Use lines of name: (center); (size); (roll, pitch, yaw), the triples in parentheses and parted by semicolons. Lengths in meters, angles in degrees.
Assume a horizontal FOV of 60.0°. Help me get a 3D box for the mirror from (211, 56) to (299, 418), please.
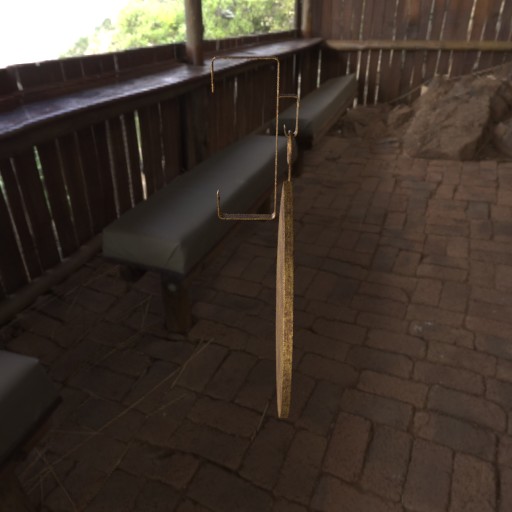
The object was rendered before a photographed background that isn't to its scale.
mirror: (0.000, 0.000, 0.903); (0.144, 0.744, 0.405); (1, 31, 1)
